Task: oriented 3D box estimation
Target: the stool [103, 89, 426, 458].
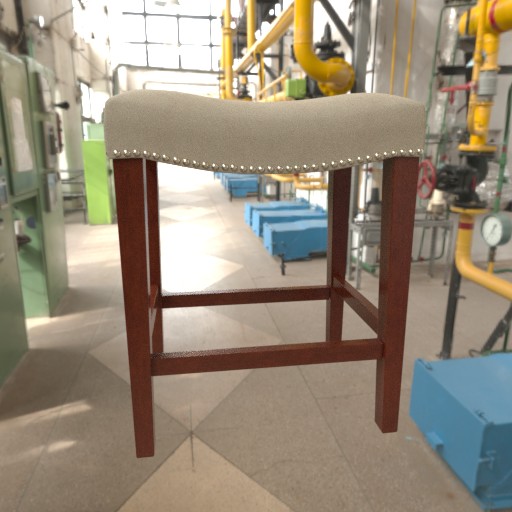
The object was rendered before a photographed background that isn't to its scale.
[{"bbox_3d":[0.000,0.000,0.916,0.509,0.632,0.375,-2,15,-8],"label":"stool"}]
